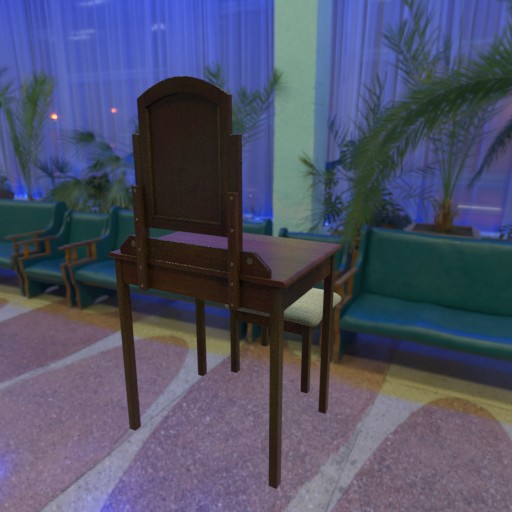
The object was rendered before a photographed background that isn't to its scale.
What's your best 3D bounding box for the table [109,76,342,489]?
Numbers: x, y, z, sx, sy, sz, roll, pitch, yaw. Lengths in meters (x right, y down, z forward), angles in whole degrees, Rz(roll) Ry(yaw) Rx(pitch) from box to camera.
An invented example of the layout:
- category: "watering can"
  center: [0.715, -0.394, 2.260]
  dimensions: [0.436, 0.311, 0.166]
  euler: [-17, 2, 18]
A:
- category: "table"
  center: [0.000, 0.000, 2.307]
  dimensions: [0.876, 1.631, 1.211]
  euler: [8, 18, 27]
